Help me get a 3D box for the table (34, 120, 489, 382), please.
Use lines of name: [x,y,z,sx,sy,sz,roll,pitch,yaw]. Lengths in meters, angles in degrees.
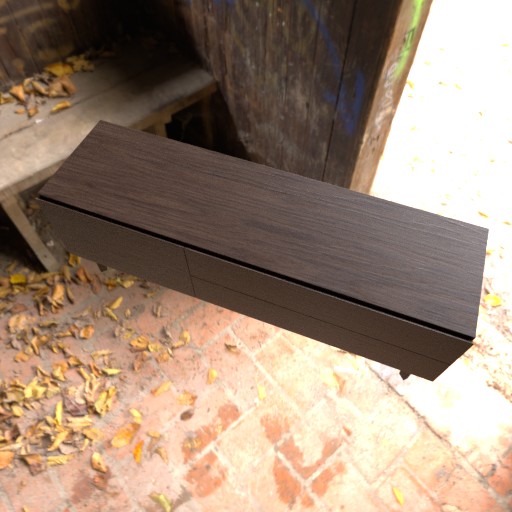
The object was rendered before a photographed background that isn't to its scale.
table: [0.000,0.000,1.623,1.397,0.508,0.405,18,59,11]
